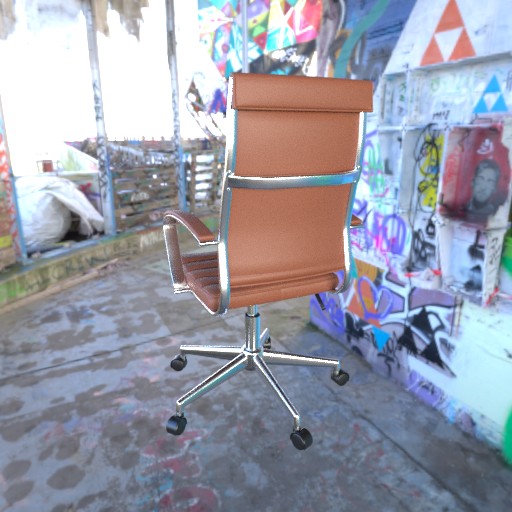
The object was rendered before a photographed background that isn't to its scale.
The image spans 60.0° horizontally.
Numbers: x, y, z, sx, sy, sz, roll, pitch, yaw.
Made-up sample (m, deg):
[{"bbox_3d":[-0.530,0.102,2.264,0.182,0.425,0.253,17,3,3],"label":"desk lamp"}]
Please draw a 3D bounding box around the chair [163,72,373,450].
[{"bbox_3d":[0.000,0.000,1.604,0.766,1.149,0.739,-8,17,-25],"label":"chair"}]
